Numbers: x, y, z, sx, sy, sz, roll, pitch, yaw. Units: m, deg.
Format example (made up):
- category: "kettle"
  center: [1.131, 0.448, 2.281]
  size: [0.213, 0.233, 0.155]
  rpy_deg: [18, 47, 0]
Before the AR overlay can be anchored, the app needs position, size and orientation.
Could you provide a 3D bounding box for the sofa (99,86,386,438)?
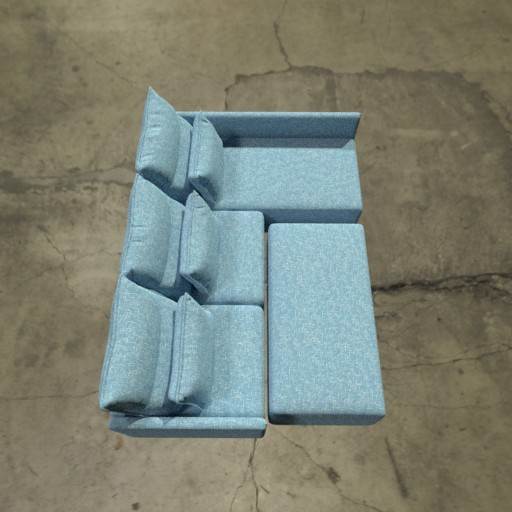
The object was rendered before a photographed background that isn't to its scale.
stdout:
- category: "sofa"
  center: [0.000, 0.000, 2.719]
  size: [1.420, 0.899, 2.034]
  rpy_deg: [0, 64, 0]
